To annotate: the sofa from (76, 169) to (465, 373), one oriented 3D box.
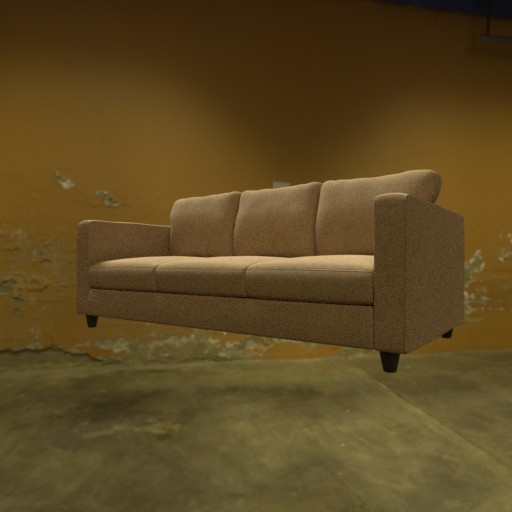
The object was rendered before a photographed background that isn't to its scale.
[{"bbox_3d":[0.000,0.000,2.332,1.855,0.800,0.930,0,-1,36],"label":"sofa"}]
